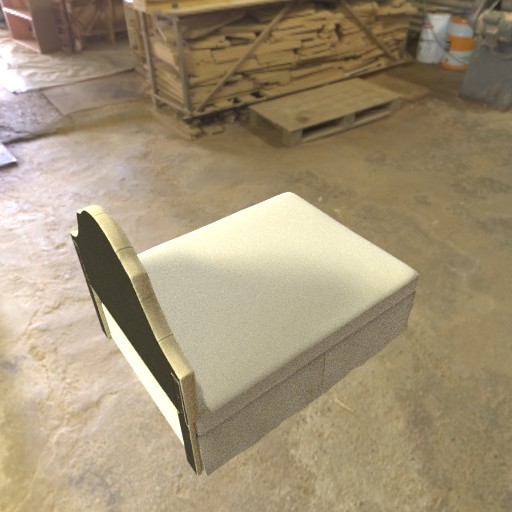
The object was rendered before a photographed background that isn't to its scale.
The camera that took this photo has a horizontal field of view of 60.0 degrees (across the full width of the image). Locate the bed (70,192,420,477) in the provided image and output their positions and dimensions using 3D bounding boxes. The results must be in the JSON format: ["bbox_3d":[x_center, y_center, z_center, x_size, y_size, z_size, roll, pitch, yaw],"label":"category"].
[{"bbox_3d":[0.000,0.000,3.252,2.092,1.575,1.627,-26,46,-28],"label":"bed"}]
